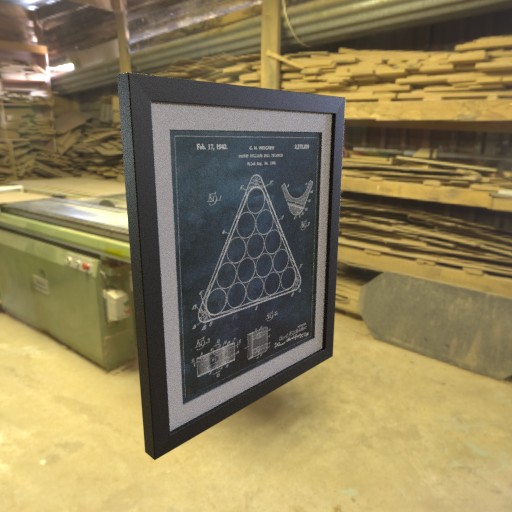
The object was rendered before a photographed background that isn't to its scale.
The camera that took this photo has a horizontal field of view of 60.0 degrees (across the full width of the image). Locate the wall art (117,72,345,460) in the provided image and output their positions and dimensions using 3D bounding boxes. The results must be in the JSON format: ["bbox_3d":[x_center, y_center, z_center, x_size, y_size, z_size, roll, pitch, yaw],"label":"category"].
[{"bbox_3d":[0.000,0.000,0.715,0.025,0.508,0.432,14,20,43],"label":"wall art"}]
